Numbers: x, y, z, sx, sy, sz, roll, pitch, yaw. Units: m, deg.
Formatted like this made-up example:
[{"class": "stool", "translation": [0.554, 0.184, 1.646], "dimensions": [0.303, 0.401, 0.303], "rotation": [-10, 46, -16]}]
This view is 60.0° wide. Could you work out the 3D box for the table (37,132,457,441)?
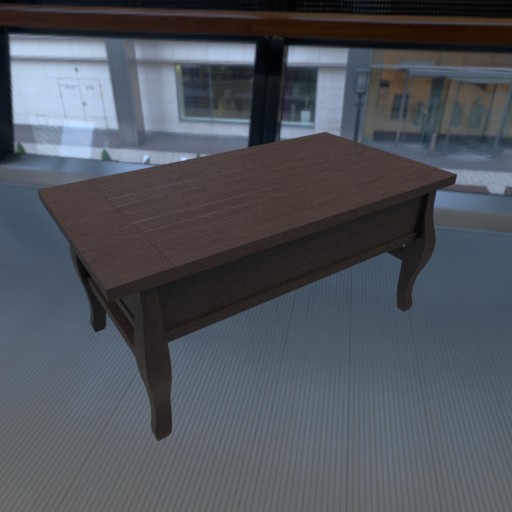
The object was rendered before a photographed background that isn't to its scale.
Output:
[{"class": "table", "translation": [0.000, 0.000, 1.398], "dimensions": [1.062, 0.494, 0.600], "rotation": [-19, 36, -29]}]
